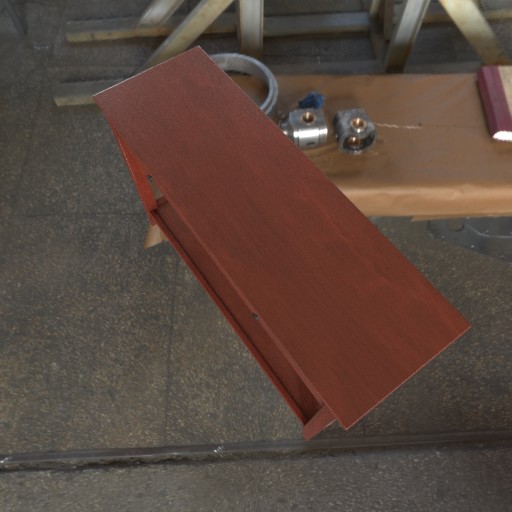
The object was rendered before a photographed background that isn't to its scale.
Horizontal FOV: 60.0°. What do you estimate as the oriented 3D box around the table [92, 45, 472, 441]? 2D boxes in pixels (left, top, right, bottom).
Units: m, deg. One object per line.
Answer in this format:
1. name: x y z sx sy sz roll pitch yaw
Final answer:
1. table: 0.000 0.000 1.529 0.392 0.739 1.188 -33 68 -15
